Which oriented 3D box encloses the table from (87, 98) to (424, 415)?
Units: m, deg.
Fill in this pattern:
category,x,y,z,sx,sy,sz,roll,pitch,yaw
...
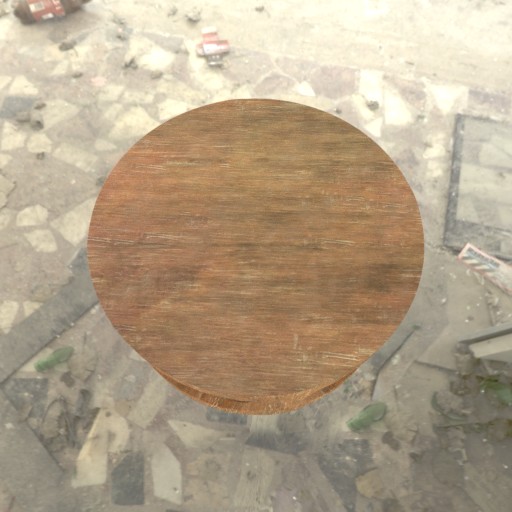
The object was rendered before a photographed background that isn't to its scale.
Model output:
category,x,y,z,sx,sy,sz,roll,pitch,yaw
table,0.000,0.000,1.501,0.974,0.450,0.974,0,65,0
